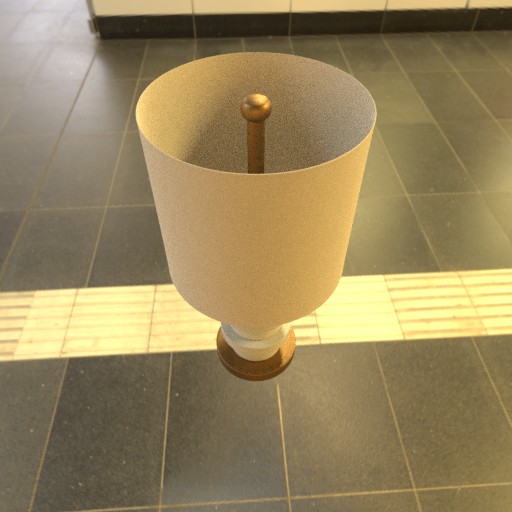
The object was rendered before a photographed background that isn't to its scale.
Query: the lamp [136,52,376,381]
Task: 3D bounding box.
[{"bbox_3d":[0.000,0.000,0.539,0.210,0.410,0.210,-17,50,-15],"label":"lamp"}]
